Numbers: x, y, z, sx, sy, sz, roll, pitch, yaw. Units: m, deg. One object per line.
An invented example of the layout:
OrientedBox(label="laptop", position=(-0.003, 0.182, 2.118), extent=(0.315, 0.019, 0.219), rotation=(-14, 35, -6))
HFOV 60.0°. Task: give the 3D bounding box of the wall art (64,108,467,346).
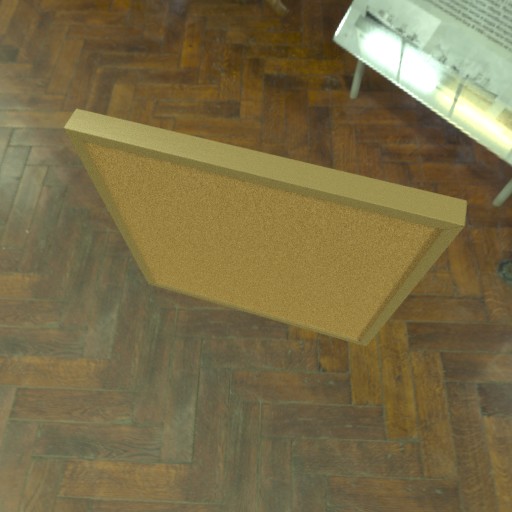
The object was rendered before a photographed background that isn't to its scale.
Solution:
OrientedBox(label="wall art", position=(0.000, 0.000, 0.773), extent=(0.509, 0.509, 0.036), rotation=(15, 64, 8))
